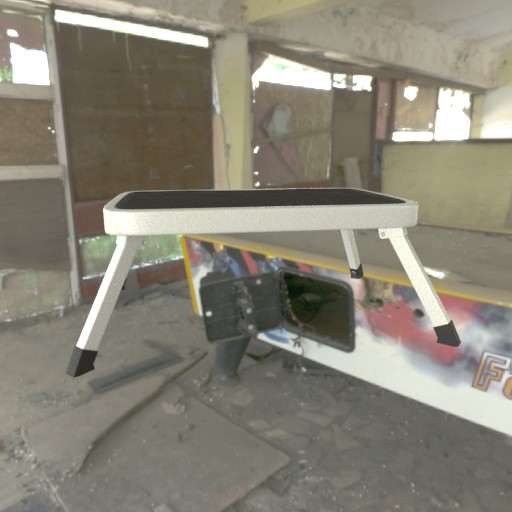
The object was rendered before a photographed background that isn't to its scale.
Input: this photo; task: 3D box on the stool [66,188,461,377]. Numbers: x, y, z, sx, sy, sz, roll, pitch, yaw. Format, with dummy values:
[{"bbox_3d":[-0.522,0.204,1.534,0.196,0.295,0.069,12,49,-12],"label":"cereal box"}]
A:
[{"bbox_3d":[0.000,0.000,0.631,0.460,0.170,0.320,-2,14,-9],"label":"stool"}]
